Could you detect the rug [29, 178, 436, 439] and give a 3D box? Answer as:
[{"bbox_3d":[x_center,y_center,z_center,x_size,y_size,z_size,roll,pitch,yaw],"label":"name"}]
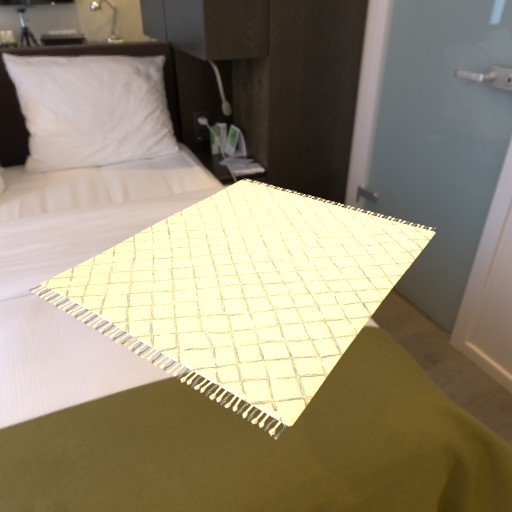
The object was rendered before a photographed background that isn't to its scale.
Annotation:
[{"bbox_3d":[0.000,0.000,4.823,2.892,0.036,3.585,20,37,29],"label":"rug"}]
